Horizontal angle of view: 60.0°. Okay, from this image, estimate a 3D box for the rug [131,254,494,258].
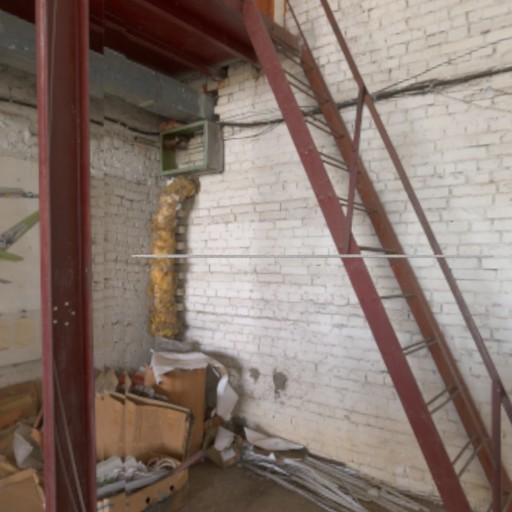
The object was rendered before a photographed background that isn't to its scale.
[{"bbox_3d":[0.000,0.000,2.993,1.545,0.016,2.460,0,0,-18],"label":"rug"}]
